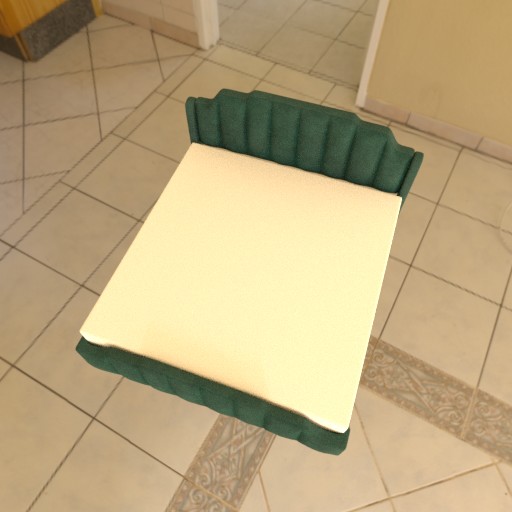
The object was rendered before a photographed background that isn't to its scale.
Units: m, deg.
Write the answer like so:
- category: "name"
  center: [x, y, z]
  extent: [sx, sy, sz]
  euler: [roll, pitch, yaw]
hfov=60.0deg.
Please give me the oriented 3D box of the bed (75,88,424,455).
- category: "bed"
  center: [0.000, 0.000, 3.537]
  extent: [2.074, 1.245, 2.340]
  euler: [17, 60, 10]
